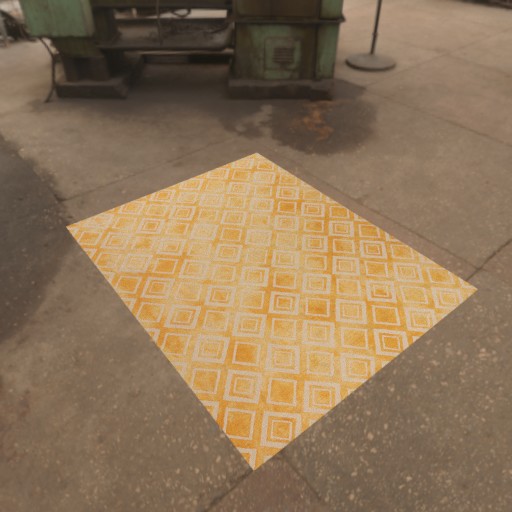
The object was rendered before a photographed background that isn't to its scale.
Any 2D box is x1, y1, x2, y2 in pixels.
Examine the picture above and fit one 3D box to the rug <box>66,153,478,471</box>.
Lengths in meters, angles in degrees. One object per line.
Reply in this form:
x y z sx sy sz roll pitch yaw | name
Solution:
0.000 0.000 4.101 2.433 0.011 3.037 -28 49 -28 | rug
